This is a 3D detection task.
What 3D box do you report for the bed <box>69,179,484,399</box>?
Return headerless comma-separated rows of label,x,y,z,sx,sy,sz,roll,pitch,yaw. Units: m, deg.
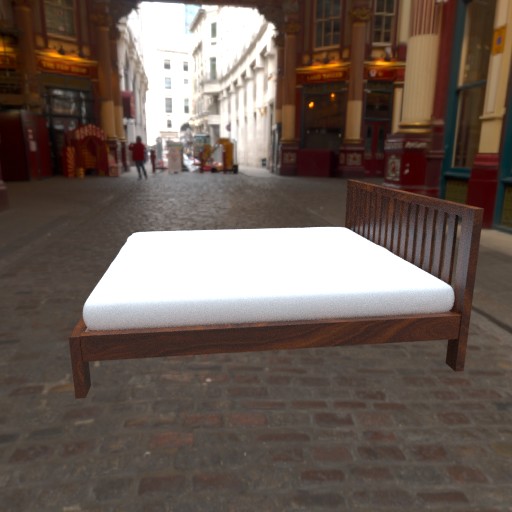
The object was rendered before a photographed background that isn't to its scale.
bed,0.000,0.000,3.096,2.030,0.890,1.905,-2,14,-7
